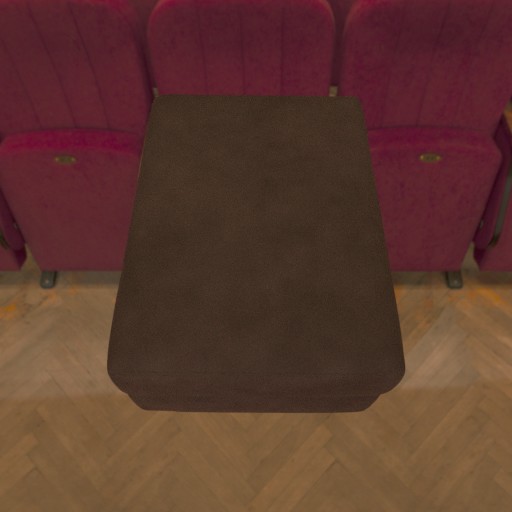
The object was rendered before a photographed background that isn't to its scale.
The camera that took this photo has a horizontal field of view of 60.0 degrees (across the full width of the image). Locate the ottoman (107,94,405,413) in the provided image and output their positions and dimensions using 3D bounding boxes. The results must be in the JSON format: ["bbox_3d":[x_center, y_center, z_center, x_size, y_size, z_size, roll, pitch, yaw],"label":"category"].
[{"bbox_3d":[0.000,0.000,1.156,0.574,0.497,0.773,0,60,0],"label":"ottoman"}]
